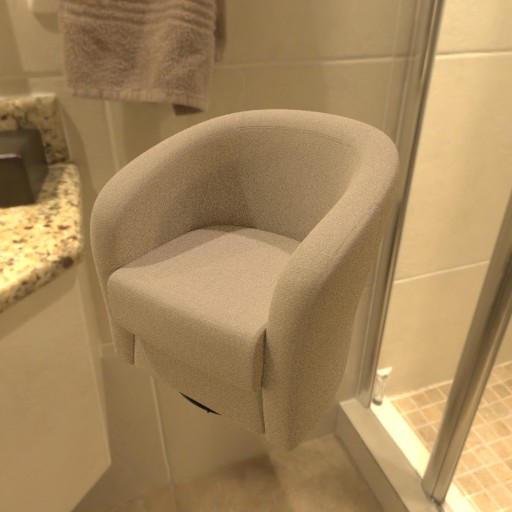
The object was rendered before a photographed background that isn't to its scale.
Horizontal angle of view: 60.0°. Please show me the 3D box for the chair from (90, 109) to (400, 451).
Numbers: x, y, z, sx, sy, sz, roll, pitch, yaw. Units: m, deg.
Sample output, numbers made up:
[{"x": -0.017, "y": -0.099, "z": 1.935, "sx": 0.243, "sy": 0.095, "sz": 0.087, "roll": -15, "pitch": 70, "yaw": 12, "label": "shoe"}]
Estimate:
[{"x": 0.000, "y": 0.000, "z": 1.427, "sx": 0.791, "sy": 0.771, "sz": 0.815, "roll": 18, "pitch": 35, "yaw": 28, "label": "chair"}]
